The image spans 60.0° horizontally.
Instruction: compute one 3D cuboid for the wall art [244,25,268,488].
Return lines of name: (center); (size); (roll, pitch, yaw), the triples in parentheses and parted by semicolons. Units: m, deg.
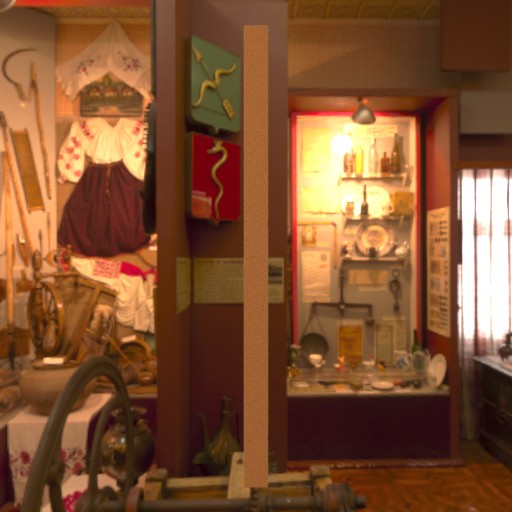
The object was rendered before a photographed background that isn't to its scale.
wall art: (0.000, 0.000, 1.110); (0.050, 0.762, 0.761); (0, 0, 1)
